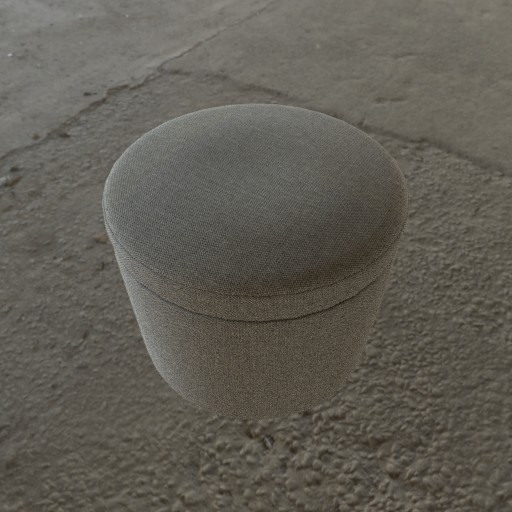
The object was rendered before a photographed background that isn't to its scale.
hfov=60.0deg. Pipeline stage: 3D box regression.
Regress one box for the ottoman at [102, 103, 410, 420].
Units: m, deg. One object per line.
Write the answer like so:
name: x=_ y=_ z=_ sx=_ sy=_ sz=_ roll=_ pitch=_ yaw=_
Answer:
ottoman: x=0.000 y=0.000 z=0.869 sx=0.500 sy=0.419 sz=0.500 roll=0 pitch=47 yaw=0
